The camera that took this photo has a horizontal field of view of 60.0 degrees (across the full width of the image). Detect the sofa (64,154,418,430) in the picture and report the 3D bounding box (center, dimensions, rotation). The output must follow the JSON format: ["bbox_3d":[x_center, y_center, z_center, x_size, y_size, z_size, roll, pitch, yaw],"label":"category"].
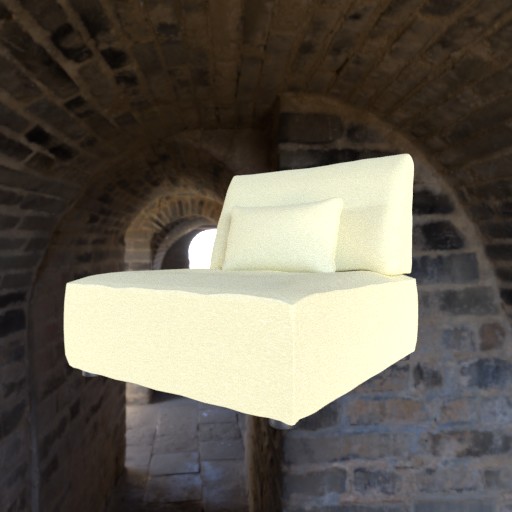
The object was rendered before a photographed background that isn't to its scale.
[{"bbox_3d":[0.000,0.000,1.669,0.930,0.820,1.000,0,0,35],"label":"sofa"}]
